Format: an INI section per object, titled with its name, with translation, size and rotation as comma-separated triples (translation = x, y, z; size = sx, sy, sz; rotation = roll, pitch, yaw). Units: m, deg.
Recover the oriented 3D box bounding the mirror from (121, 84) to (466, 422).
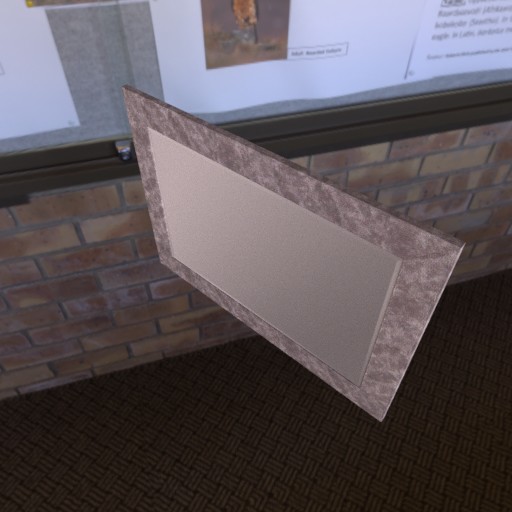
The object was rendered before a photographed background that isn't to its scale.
[mirror]
translation = 0.000, 0.000, 1.424
size = 1.101, 0.795, 0.022
rotation = 32, 53, 27
